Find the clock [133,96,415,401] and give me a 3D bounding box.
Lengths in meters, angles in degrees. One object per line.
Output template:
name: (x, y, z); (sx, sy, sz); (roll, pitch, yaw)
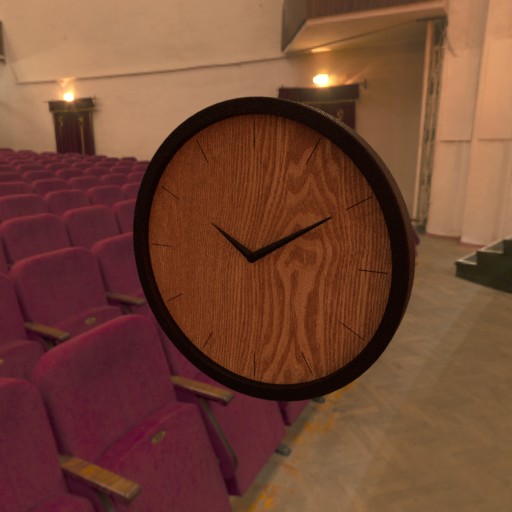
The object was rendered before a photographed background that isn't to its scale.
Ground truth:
clock: (0.000, 0.000, 0.464); (0.314, 0.314, 0.029); (7, 15, 27)
